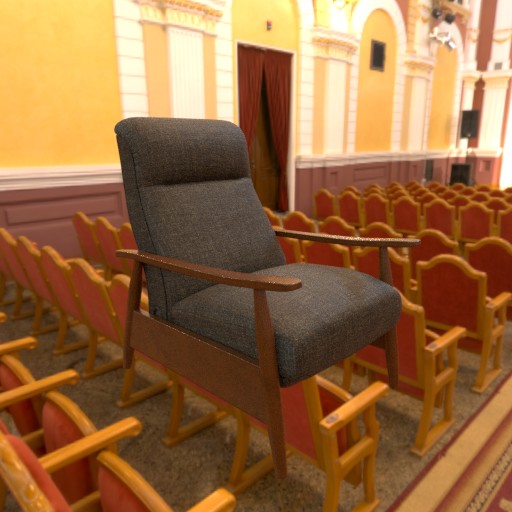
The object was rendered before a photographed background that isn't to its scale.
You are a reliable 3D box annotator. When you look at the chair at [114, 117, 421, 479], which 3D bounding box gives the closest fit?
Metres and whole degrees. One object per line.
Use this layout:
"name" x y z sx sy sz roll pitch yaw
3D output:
"chair" 0.000 0.000 1.778 0.762 1.082 1.014 -14 21 -43
